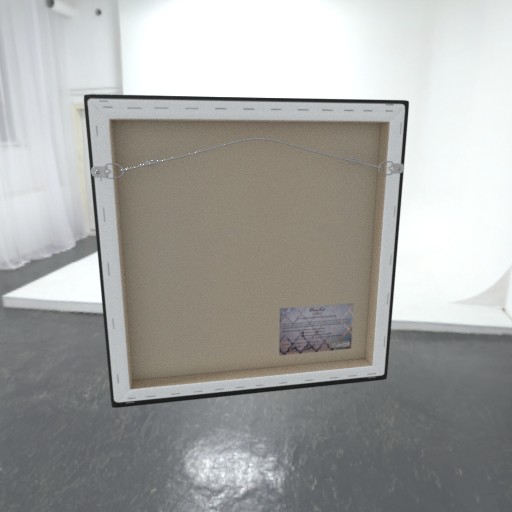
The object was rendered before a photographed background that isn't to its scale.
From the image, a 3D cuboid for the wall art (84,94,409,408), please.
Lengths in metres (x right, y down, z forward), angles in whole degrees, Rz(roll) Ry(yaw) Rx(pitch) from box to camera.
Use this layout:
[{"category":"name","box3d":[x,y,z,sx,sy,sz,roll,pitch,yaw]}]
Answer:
[{"category":"wall art","box3d":[0.000,0.000,0.906,0.610,0.611,0.043,-3,14,-11]}]
